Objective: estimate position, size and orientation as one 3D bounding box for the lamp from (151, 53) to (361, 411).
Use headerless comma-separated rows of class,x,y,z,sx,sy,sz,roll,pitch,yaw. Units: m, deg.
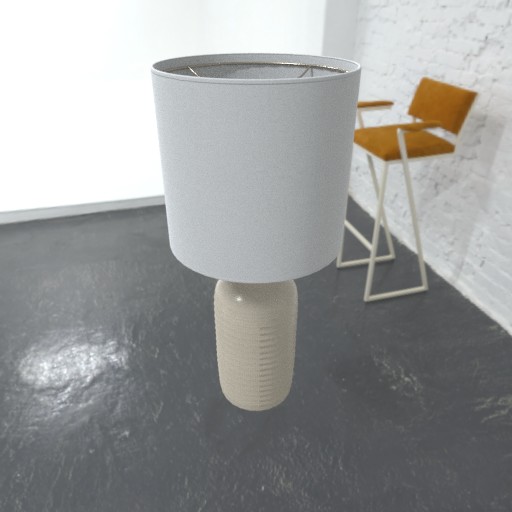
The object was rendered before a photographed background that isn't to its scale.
lamp,0.000,0.000,0.592,0.220,0.475,0.220,-20,36,-31
